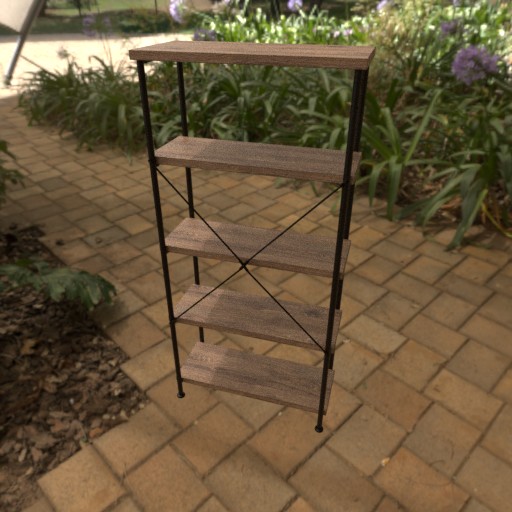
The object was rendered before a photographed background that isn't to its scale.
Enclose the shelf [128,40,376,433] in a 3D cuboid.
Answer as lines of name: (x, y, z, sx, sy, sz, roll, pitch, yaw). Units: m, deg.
shelf: (0.000, 0.000, 1.992, 0.800, 1.700, 0.360, 9, 32, 14)
